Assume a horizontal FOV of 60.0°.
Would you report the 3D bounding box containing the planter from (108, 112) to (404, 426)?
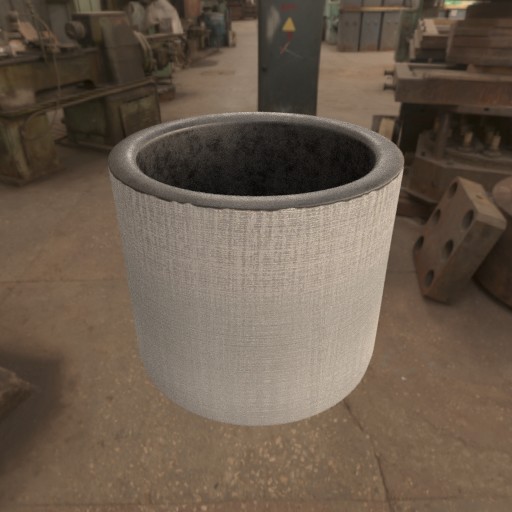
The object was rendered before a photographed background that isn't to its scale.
[{"bbox_3d":[0.000,0.000,0.219,0.125,0.112,0.125,0,31,0],"label":"planter"}]
